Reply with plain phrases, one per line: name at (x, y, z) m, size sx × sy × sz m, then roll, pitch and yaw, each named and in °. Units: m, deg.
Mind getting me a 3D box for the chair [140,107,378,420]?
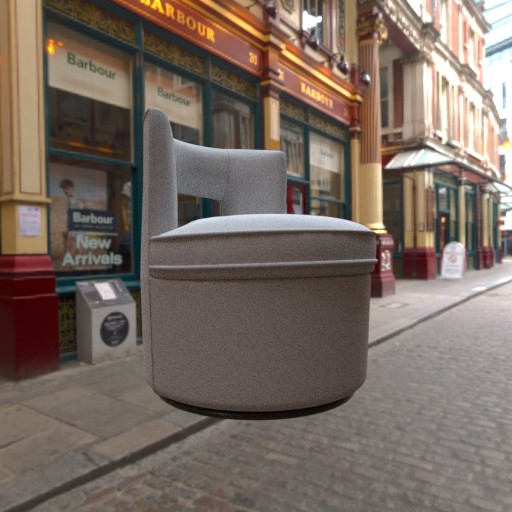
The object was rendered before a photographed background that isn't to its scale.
chair at (0.000, 0.000, 1.247) m, size 0.665 × 0.723 × 0.650 m, roll 0°, pitch 1°, yaw 35°
